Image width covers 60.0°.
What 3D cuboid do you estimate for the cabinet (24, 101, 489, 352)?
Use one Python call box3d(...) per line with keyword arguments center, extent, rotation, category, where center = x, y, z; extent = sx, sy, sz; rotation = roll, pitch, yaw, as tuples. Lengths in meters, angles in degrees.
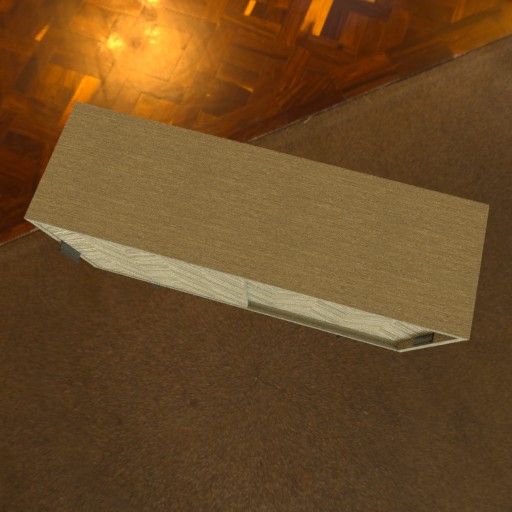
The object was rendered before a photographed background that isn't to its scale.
box3d(center=(0.000, 0.000, 1.564), extent=(1.194, 0.787, 0.405), rotation=(15, 75, 4), category="cabinet")
